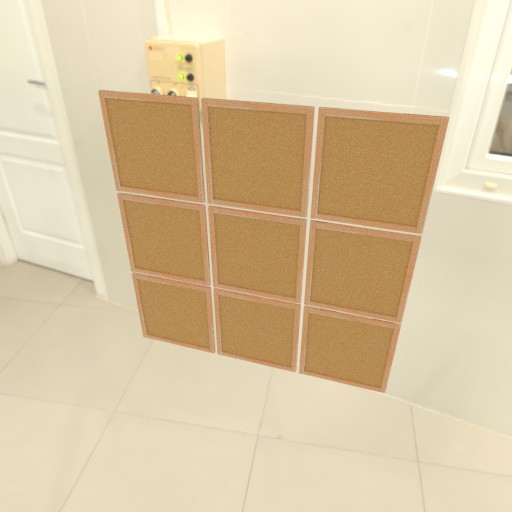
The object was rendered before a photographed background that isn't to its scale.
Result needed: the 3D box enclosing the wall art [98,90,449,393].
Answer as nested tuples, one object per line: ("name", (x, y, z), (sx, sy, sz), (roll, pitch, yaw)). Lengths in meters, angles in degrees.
("wall art", (0.000, 0.000, 1.811), (1.216, 1.220, 0.013), (10, 34, 15))
